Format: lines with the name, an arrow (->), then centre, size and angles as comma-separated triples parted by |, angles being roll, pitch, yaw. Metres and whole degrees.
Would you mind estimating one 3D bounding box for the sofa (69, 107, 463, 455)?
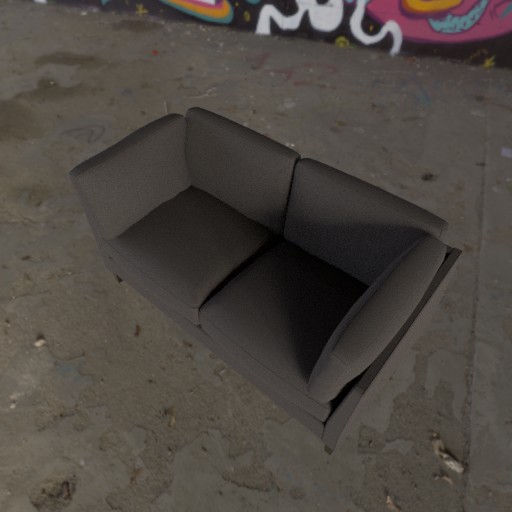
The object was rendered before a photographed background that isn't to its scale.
sofa -> 0.000, 0.000, 2.338 | 1.751, 0.920, 0.969 | 32, 54, 27
